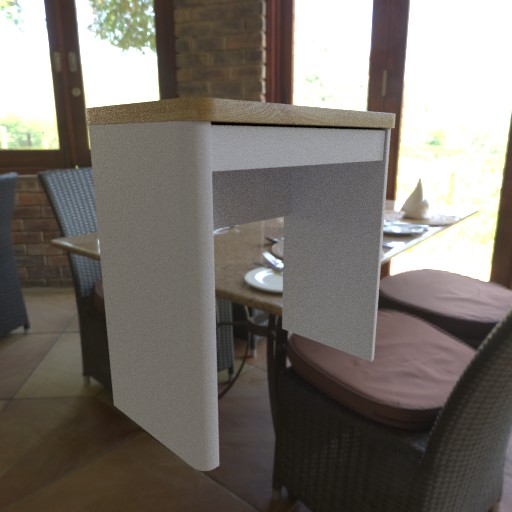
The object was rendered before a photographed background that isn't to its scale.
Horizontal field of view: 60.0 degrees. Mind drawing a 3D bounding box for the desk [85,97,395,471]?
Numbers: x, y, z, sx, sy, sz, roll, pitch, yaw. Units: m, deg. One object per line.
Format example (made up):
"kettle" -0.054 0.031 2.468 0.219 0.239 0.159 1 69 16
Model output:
"desk" 0.000 0.000 1.273 0.440 0.790 0.760 14 20 42
